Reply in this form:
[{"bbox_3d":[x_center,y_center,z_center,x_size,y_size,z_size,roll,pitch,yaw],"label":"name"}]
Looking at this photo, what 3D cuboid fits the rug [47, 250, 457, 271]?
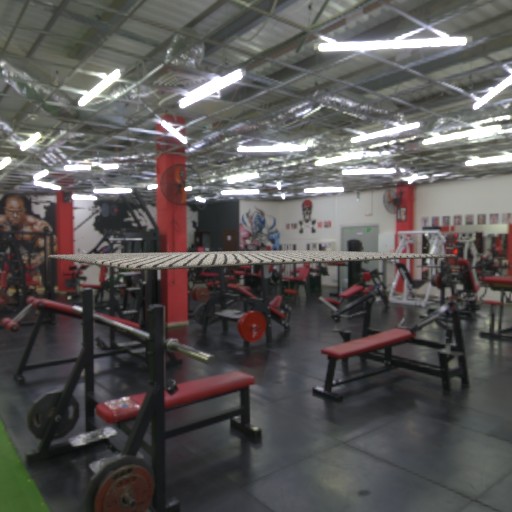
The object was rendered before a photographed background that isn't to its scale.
[{"bbox_3d":[0.000,0.000,2.389,1.842,0.019,1.237,-2,3,-36],"label":"rug"}]
